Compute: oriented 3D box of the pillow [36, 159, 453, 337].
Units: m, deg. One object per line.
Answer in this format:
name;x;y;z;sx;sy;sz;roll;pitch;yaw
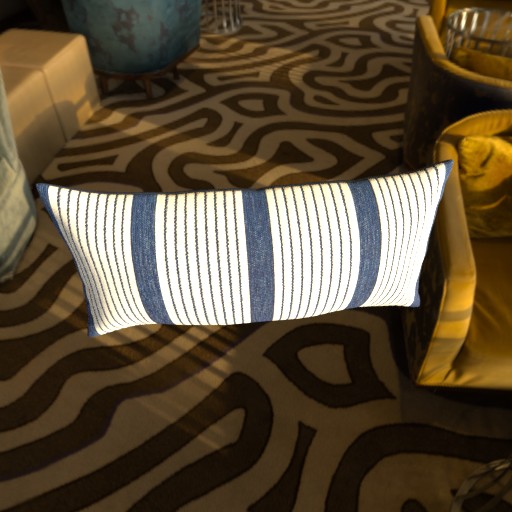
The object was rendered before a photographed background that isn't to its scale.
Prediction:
pillow;0.000;0.000;0.720;0.608;0.292;0.156;-4;46;-4
